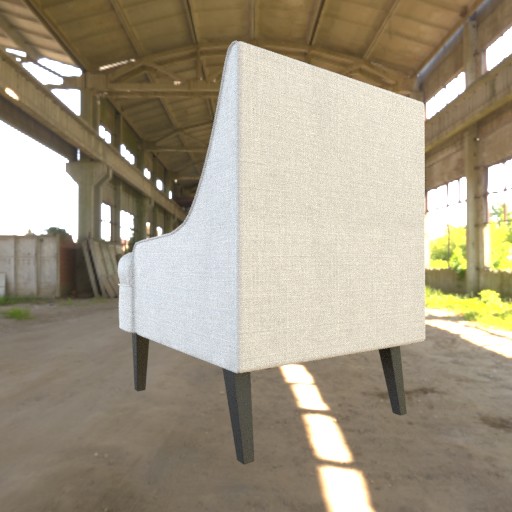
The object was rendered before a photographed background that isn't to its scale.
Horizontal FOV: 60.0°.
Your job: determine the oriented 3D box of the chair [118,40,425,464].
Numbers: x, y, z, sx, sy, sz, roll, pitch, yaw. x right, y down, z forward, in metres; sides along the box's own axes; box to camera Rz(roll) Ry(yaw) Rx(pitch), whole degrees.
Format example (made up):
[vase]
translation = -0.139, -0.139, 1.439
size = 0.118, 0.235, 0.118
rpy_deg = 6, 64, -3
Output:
[chair]
translation = 0.000, 0.000, 1.382
size = 0.658, 0.891, 0.772
rpy_deg = 0, -1, -35
